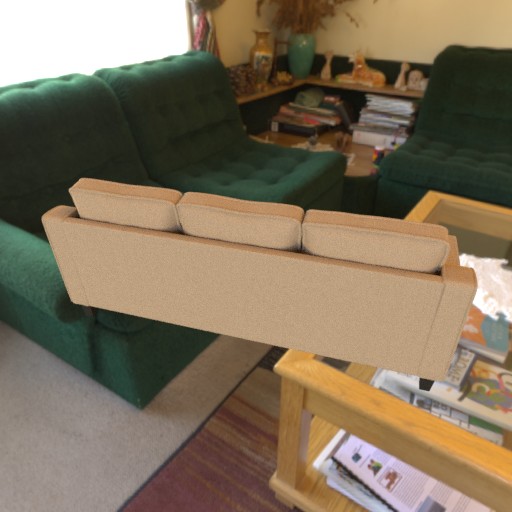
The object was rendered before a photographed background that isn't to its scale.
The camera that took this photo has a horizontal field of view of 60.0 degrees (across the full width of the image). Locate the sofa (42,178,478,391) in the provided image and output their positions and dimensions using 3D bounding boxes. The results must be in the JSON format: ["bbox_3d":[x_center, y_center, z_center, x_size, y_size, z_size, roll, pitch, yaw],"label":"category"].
[{"bbox_3d":[0.000,0.000,2.529,2.131,0.902,0.791,9,33,14],"label":"sofa"}]
